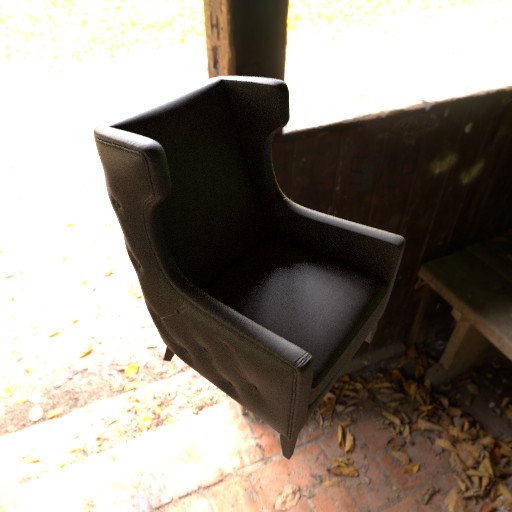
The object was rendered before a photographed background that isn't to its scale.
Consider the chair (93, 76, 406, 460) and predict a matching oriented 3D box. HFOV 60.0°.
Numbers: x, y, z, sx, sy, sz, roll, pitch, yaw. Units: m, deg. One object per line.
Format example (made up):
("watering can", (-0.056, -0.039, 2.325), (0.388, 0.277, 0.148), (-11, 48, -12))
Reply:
("chair", (0.000, 0.000, 1.679), (0.899, 1.079, 0.769), (26, 46, 27))
